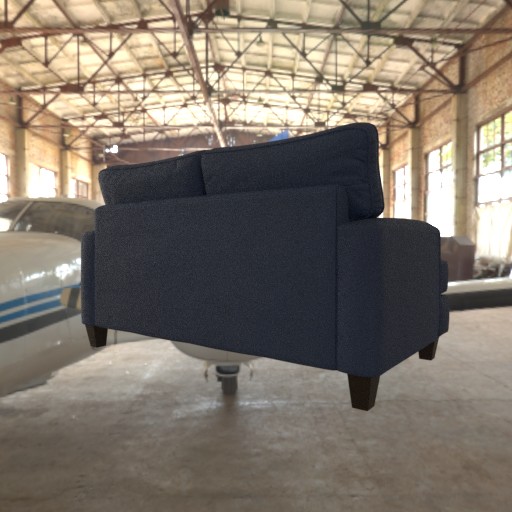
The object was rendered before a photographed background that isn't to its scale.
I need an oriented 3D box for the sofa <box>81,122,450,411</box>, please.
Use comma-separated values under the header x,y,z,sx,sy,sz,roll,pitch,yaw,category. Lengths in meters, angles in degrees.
x,y,z,sx,sy,sz,roll,pitch,yaw,category
0.000,0.000,2.226,1.651,0.965,0.965,1,2,37,sofa
